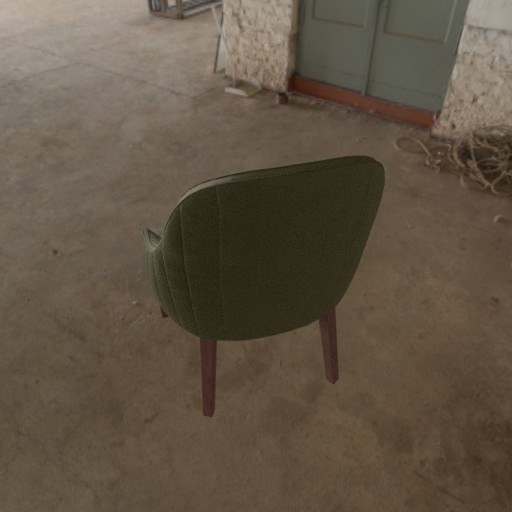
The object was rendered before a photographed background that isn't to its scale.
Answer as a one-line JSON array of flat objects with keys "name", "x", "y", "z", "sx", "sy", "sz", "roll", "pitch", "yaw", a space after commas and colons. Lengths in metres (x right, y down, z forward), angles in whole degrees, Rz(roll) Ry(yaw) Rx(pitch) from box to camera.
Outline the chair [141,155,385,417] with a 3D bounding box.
[{"name": "chair", "x": 0.000, "y": 0.000, "z": 1.290, "sx": 0.643, "sy": 0.889, "sz": 0.575, "roll": -11, "pitch": 43, "yaw": -12}]
